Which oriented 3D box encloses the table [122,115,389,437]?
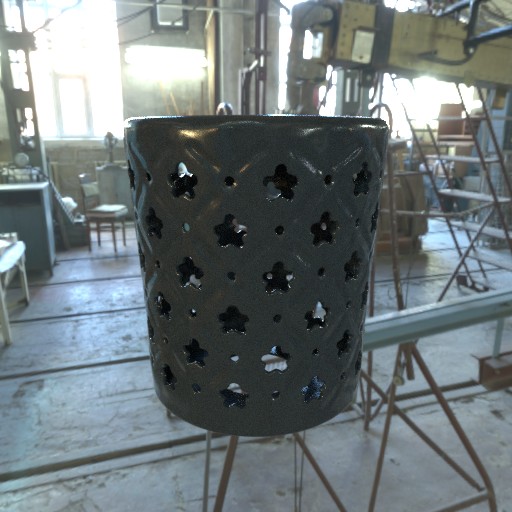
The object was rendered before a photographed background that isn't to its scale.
[{"bbox_3d":[0.000,0.000,0.651,0.352,0.387,0.352,0,15,0],"label":"table"}]
